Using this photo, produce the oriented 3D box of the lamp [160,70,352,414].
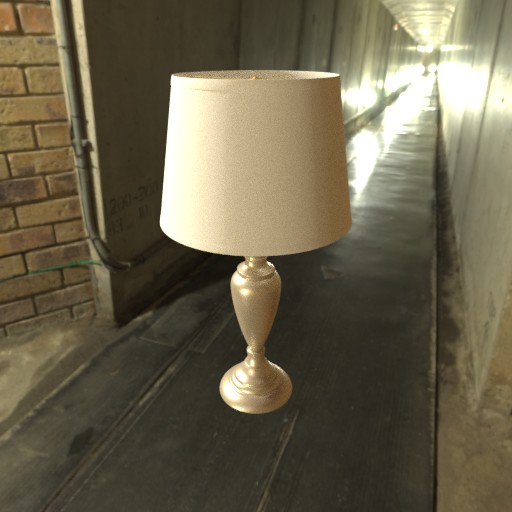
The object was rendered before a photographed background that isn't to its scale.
[{"bbox_3d":[0.000,0.000,0.805,0.328,0.612,0.328,0,25,0],"label":"lamp"}]
